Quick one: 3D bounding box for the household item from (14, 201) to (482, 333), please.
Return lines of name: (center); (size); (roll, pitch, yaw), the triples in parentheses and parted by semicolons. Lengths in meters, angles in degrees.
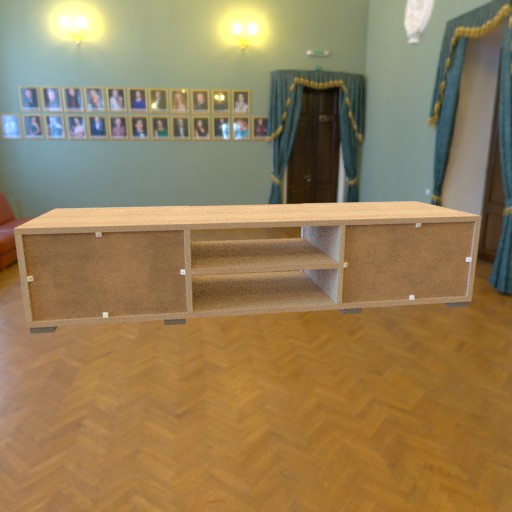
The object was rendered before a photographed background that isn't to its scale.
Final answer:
household item: (0.000, 0.000, 1.550); (1.400, 0.310, 0.420); (-2, 14, -9)
